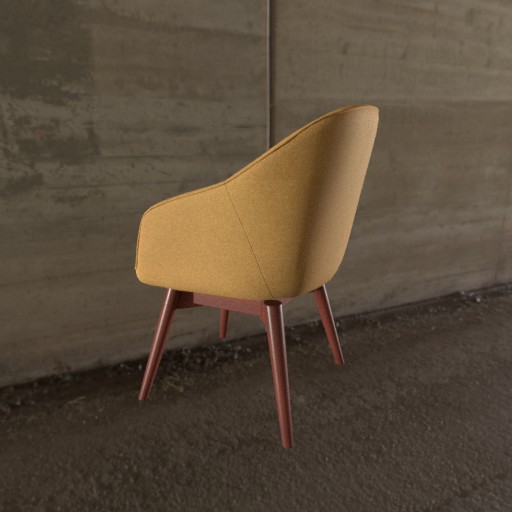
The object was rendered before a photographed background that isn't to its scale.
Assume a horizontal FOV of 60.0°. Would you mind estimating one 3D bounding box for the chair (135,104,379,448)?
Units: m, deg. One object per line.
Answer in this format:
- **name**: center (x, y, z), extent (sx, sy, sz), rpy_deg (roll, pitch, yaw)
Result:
- **chair**: center (0.000, 0.000, 1.298), extent (0.635, 0.823, 0.596), rpy_deg (8, 17, 26)
